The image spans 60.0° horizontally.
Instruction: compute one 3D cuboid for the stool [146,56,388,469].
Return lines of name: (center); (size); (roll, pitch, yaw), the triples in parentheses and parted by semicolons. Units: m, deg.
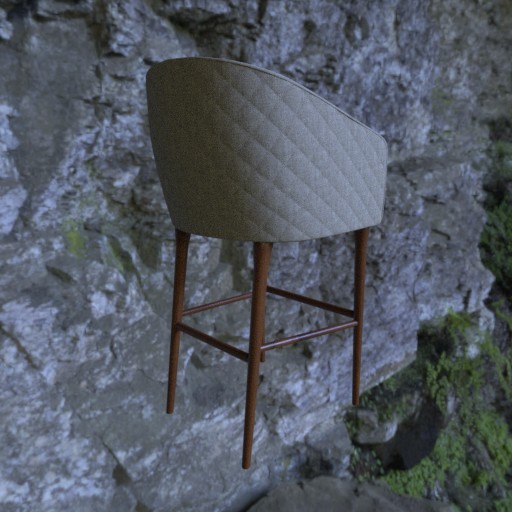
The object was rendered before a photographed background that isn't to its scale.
stool: (0.000, 0.000, 1.399); (0.607, 1.078, 0.559); (-13, 19, -43)
